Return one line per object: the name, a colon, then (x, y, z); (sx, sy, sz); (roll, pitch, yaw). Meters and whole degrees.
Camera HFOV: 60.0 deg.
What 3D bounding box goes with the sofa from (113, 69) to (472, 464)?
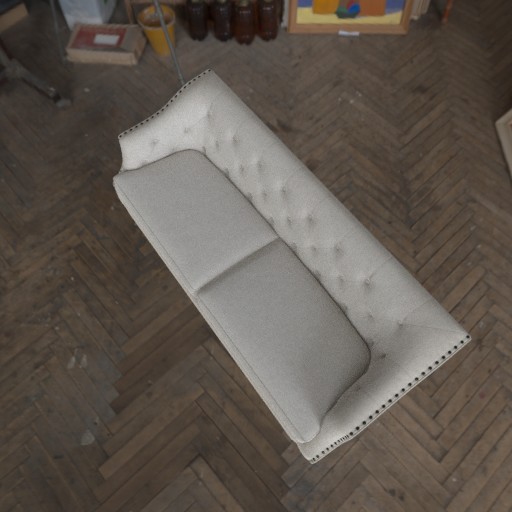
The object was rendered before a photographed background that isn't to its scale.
sofa: (0.000, 0.000, 2.730); (0.914, 0.901, 2.235); (-34, 69, -15)
